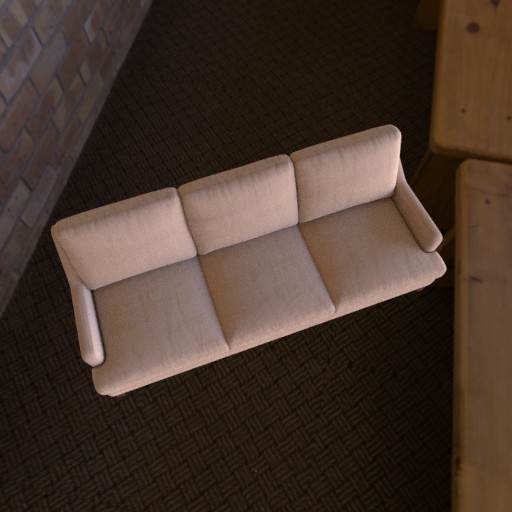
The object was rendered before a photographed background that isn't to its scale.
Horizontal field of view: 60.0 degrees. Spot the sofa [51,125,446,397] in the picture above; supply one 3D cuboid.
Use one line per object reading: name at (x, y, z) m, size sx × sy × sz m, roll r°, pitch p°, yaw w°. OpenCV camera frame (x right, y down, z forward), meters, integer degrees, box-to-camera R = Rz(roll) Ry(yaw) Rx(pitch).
sofa at (0.000, 0.000, 2.871) m, size 2.321 × 0.913 × 1.000 m, roll -18°, pitch 65°, yaw -8°
